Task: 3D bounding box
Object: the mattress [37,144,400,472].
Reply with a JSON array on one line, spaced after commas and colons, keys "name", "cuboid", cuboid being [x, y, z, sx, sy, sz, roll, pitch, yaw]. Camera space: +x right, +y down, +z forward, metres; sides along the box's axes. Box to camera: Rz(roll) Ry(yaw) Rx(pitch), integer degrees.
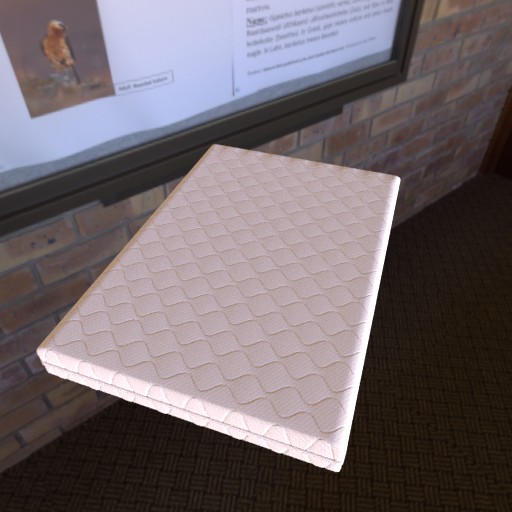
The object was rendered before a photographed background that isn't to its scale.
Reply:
[{"name": "mattress", "cuboid": [0.000, 0.000, 2.547, 1.400, 0.200, 2.000, 13, 44, 14]}]
